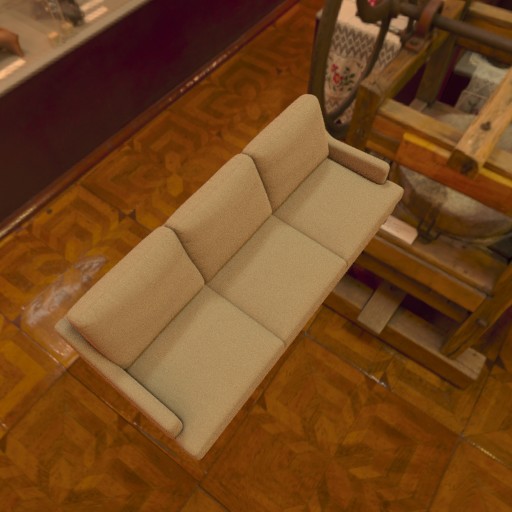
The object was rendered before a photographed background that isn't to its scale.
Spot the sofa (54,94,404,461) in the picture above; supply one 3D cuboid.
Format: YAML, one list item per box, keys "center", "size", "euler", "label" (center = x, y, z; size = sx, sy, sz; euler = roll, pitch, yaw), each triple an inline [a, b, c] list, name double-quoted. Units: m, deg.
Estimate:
- center: [0.000, 0.000, 2.908]
  size: [1.000, 0.913, 2.321]
  euler: [34, 65, 19]
  label: "sofa"
